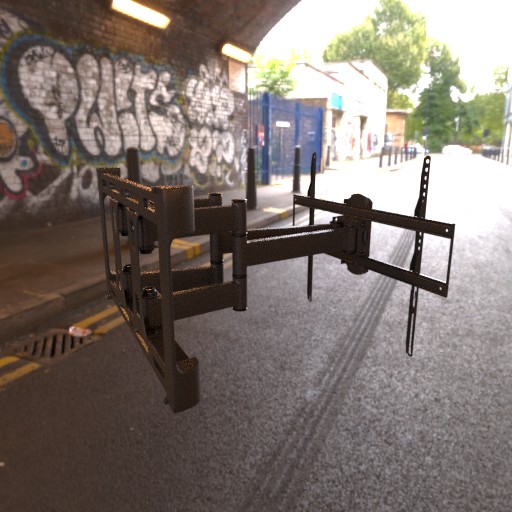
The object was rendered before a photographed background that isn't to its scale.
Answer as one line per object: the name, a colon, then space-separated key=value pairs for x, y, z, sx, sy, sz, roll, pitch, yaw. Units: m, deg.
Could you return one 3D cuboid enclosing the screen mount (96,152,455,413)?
screen mount: x=0.000 y=0.000 z=1.103 sx=0.644 sy=0.491 sz=0.661 roll=-7 pitch=16 yaw=-26
